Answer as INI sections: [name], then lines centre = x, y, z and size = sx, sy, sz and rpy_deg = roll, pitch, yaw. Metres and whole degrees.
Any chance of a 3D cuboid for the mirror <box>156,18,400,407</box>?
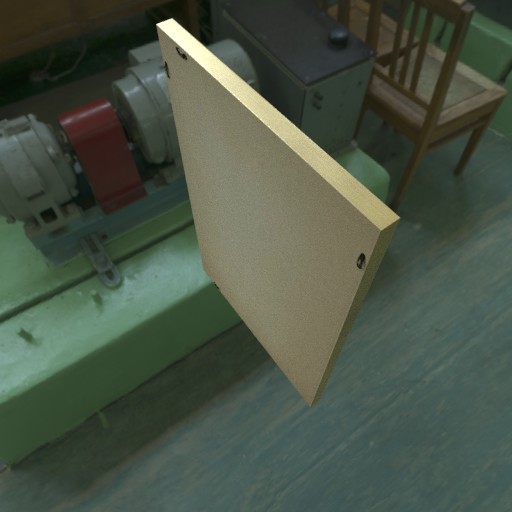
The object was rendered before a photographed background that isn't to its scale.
[mirror]
centre = 0.000, 0.000, 1.110
size = 0.041, 0.915, 0.609
rpy_deg = -32, 62, -19
